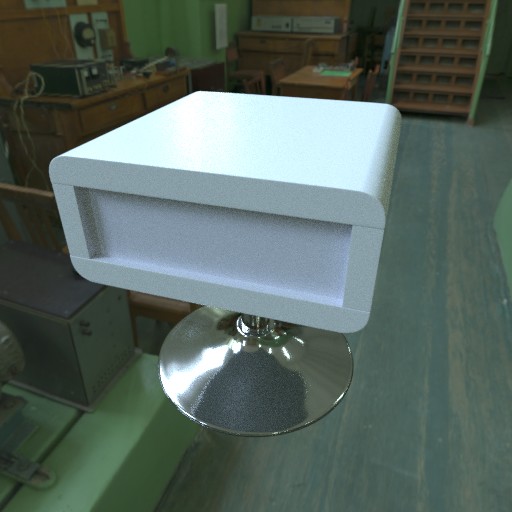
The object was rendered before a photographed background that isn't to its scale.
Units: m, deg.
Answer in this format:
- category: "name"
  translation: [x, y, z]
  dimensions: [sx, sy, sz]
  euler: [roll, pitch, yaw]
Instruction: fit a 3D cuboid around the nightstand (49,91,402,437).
- category: "nightstand"
  translation: [0.000, 0.000, 0.753]
  dimensions: [0.399, 0.447, 0.404]
  euler: [10, 33, 15]
